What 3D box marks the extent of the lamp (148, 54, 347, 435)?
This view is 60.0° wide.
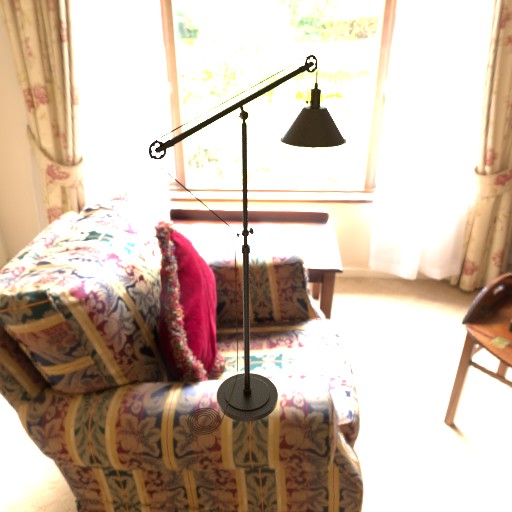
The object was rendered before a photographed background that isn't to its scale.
[{"bbox_3d":[0.000,0.000,1.978,0.904,1.626,0.319,-18,32,-32],"label":"lamp"}]
